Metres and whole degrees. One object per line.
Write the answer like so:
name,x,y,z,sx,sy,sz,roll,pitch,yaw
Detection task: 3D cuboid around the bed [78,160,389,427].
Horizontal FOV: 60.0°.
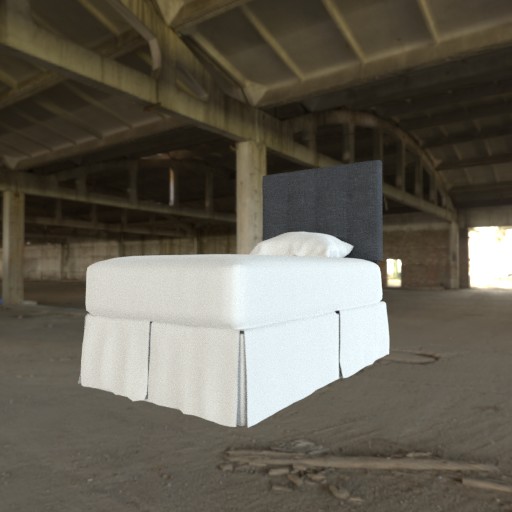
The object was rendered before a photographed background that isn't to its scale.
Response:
bed,0.000,0.000,3.093,1.261,1.571,1.997,-1,-1,35
